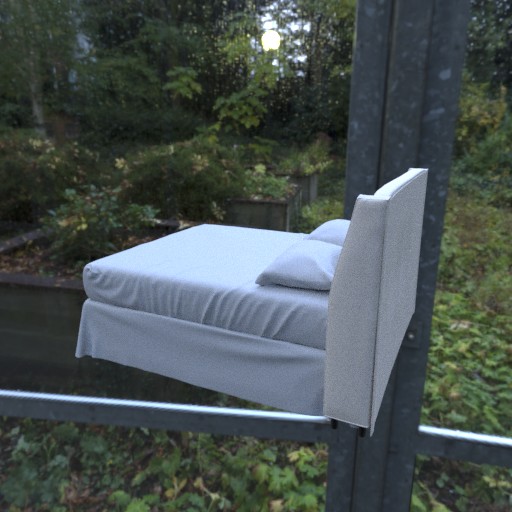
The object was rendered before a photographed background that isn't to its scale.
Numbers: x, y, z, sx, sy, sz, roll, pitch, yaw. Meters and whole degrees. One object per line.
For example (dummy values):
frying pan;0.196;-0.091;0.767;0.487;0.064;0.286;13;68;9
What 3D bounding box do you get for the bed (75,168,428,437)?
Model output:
bed;0.000;0.000;3.481;2.276;1.332;1.925;7;17;25
